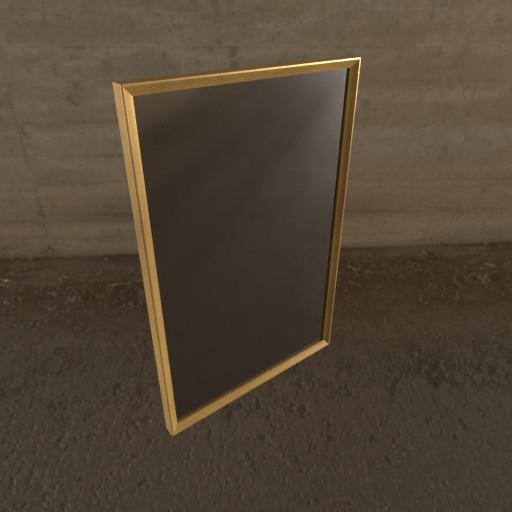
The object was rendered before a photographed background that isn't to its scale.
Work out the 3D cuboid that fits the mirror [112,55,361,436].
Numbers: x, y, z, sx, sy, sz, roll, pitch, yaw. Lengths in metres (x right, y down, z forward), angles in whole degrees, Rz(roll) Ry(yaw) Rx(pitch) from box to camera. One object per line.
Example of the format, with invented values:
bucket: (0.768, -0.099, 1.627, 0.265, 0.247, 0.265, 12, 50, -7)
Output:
mirror: (0.000, 0.000, 1.156, 0.609, 0.915, 0.041, -21, 37, -32)
